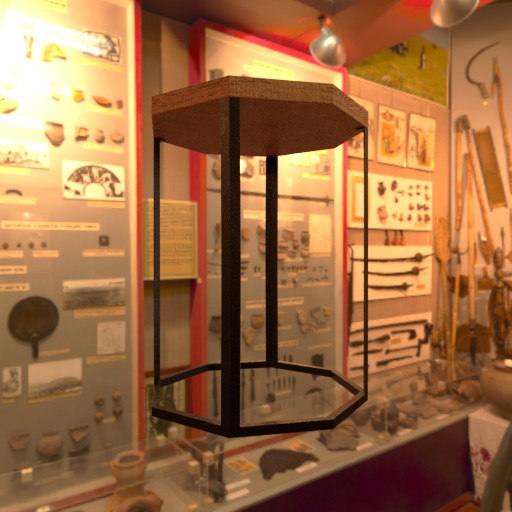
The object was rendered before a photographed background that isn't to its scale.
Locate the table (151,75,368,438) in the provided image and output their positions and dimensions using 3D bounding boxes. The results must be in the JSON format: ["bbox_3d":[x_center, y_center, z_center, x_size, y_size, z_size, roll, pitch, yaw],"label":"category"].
[{"bbox_3d":[0.000,0.000,0.889,0.437,0.553,0.437,0,1,-34],"label":"table"}]
